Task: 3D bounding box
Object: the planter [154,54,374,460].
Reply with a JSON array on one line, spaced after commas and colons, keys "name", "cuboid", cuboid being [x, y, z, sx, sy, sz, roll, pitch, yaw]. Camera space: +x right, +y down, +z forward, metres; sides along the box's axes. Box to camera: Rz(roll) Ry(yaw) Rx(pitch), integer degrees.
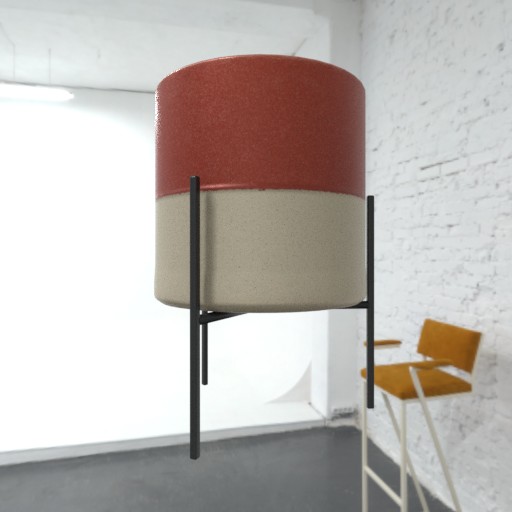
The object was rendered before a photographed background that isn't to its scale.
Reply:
[{"name": "planter", "cuboid": [0.000, 0.000, 0.509, 0.235, 0.354, 0.251, 0, 0, -35]}]
